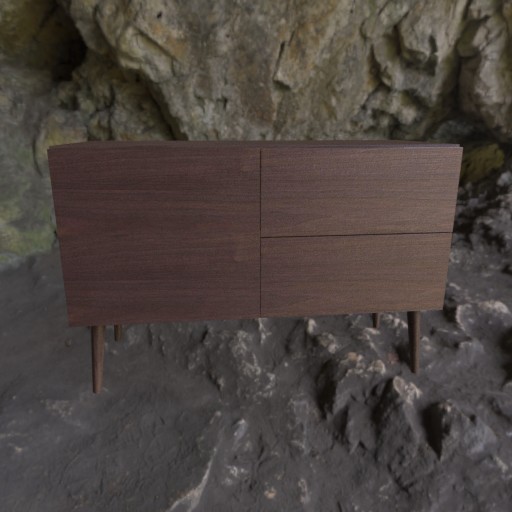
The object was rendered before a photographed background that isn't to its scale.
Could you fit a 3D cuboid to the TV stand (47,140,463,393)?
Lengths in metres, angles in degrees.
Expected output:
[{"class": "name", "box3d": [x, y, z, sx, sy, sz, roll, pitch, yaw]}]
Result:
[{"class": "TV stand", "box3d": [0.000, 0.000, 1.330, 0.990, 0.660, 0.405, -2, 16, -6]}]
